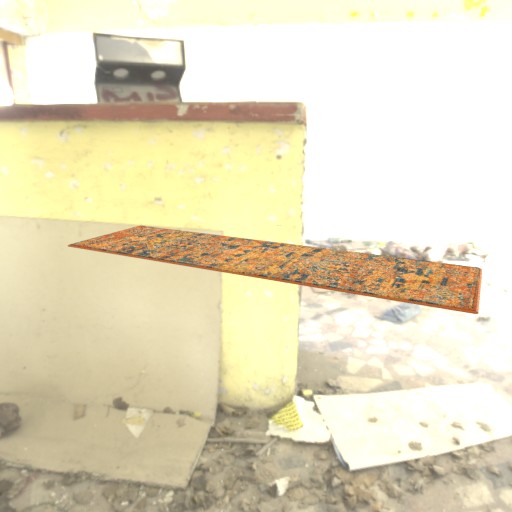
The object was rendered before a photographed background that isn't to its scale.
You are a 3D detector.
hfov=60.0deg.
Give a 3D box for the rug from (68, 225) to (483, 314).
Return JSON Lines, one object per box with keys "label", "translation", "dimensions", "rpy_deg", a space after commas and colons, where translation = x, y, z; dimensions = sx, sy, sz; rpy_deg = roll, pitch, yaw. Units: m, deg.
{"label": "rug", "translation": [0.000, 0.000, 2.491], "dimensions": [2.274, 0.016, 0.651], "rpy_deg": [8, 18, 26]}
